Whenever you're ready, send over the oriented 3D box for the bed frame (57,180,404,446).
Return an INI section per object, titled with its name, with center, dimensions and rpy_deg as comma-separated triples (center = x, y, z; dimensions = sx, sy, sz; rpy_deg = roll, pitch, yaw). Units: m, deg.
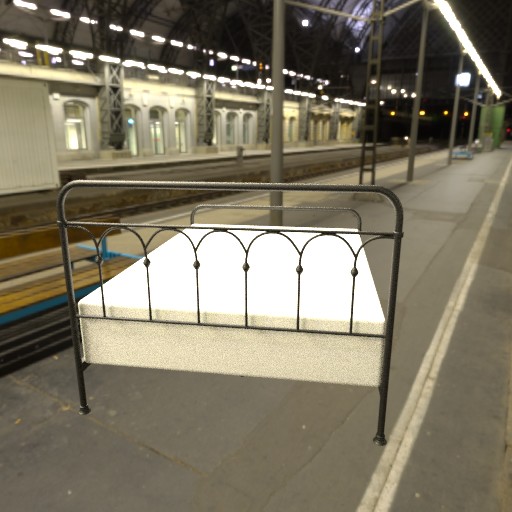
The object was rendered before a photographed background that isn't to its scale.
[bed frame]
center = 0.000, 0.000, 3.190
dimensions = 1.664, 1.276, 2.203
rpy_deg = 2, 16, 9
